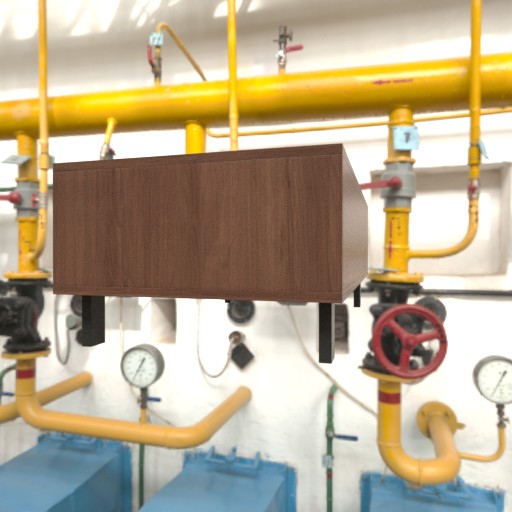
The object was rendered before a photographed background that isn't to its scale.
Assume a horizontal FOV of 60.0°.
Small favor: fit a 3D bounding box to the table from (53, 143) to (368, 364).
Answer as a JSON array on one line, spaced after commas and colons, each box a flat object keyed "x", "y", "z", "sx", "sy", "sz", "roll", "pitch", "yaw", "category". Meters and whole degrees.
[{"x": 0.000, "y": 0.000, "z": 1.308, "sx": 0.600, "sy": 0.380, "sz": 1.020, "roll": 0, "pitch": 0, "yaw": 16, "category": "table"}]
